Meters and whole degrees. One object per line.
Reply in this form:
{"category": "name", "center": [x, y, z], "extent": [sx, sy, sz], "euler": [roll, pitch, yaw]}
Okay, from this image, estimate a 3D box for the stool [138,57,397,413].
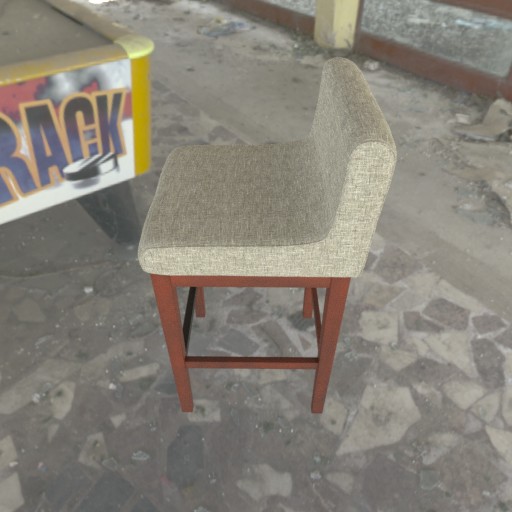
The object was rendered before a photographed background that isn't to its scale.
{"category": "stool", "center": [0.000, 0.000, 1.101], "extent": [0.459, 0.835, 0.417], "euler": [0, 41, 0]}
